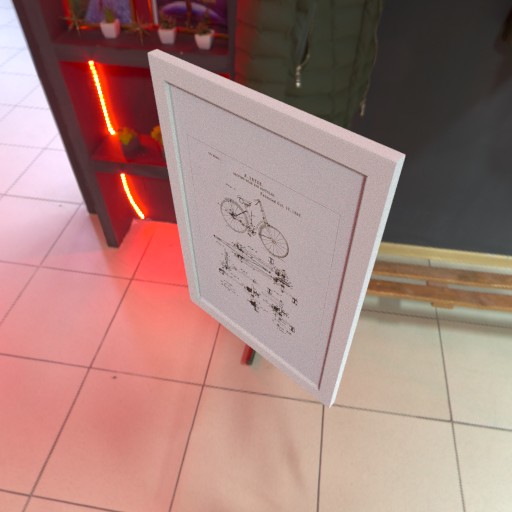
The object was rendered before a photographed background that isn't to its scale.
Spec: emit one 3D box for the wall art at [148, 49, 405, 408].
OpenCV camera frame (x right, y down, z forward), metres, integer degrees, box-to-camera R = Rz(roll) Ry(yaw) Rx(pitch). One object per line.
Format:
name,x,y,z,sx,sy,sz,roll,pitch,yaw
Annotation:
wall art,0.000,0.000,0.625,0.332,0.477,0.015,33,55,27
